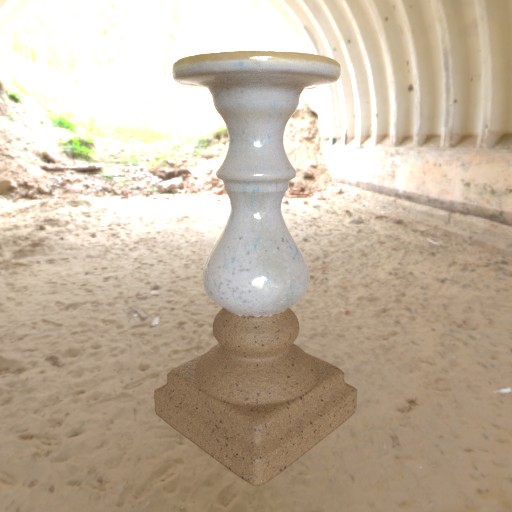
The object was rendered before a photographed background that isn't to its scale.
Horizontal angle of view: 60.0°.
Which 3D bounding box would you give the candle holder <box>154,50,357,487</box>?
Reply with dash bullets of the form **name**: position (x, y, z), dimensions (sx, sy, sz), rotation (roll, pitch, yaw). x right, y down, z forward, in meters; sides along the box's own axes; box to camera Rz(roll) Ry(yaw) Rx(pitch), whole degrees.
- **candle holder**: position (0.000, 0.000, 0.299), dimensions (0.110, 0.239, 0.110), rotation (14, 20, 42)
